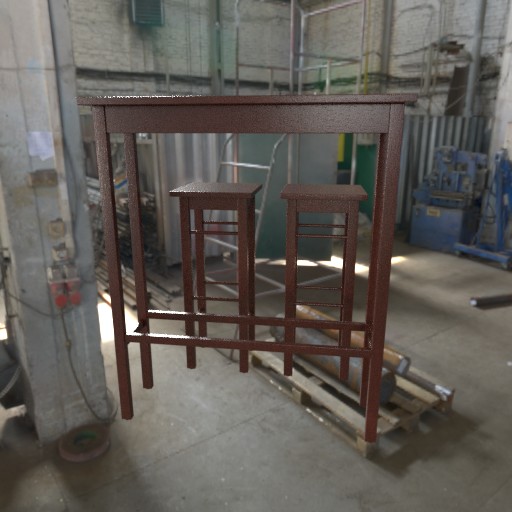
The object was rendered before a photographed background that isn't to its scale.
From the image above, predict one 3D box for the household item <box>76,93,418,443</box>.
[{"bbox_3d":[0.000,0.000,1.636,0.914,1.067,0.676,2,16,8],"label":"household item"}]
